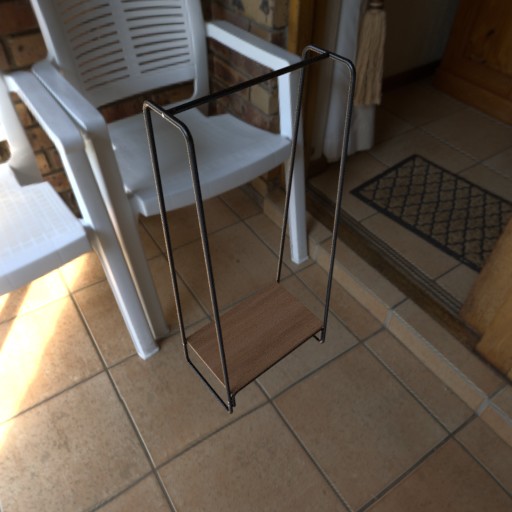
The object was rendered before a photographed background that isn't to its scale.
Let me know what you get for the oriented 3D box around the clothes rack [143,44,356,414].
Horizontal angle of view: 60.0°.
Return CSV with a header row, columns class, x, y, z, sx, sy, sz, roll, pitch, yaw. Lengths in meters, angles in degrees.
class,x,y,z,sx,sy,sz,roll,pitch,yaw
clothes rack,0.000,0.000,1.839,0.640,1.500,0.400,-31,53,-26
